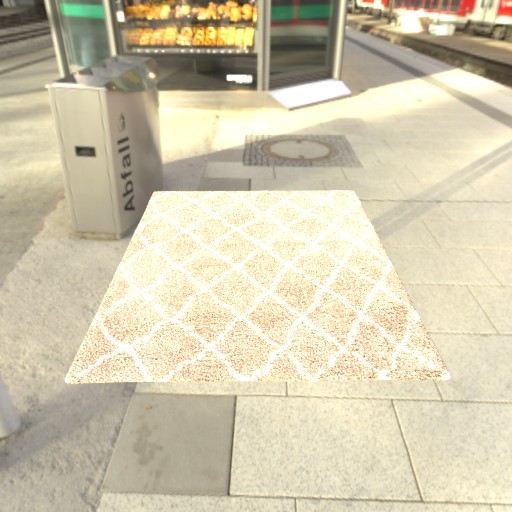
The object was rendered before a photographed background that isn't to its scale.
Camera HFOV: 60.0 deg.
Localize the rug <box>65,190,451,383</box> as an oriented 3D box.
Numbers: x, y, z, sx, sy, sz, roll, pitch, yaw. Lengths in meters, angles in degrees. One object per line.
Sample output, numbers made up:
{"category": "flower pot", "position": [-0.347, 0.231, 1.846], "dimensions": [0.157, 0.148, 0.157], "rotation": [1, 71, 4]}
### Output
{"category": "rug", "position": [0.000, 0.000, 4.085], "dimensions": [2.438, 0.029, 3.047], "rotation": [0, 31, -1]}
